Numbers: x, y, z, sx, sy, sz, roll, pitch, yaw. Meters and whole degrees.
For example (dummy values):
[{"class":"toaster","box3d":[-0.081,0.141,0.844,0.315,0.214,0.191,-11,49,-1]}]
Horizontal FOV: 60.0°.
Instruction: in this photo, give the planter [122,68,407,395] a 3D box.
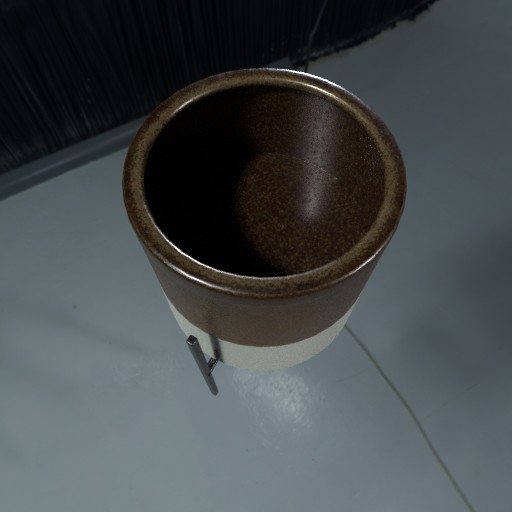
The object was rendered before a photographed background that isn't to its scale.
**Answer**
[{"class":"planter","box3d":[0.000,0.000,0.553,0.255,0.375,0.269,-30,67,-14]}]
